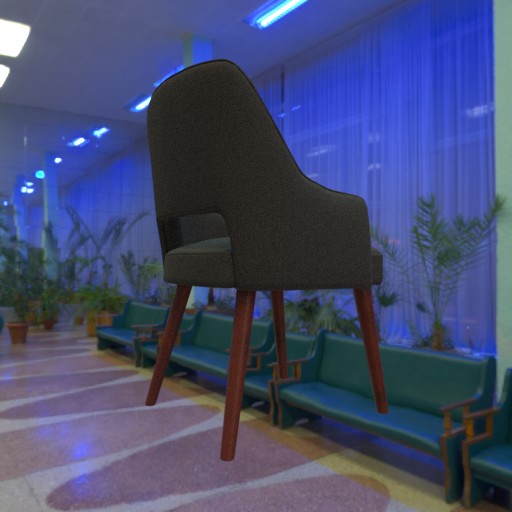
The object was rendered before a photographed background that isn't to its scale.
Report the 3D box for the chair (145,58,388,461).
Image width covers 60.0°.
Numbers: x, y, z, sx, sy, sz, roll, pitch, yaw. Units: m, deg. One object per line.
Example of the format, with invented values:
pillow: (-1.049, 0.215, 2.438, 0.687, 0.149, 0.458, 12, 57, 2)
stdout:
chair: (0.000, 0.000, 1.212, 0.560, 0.838, 0.559, 0, -1, -35)
